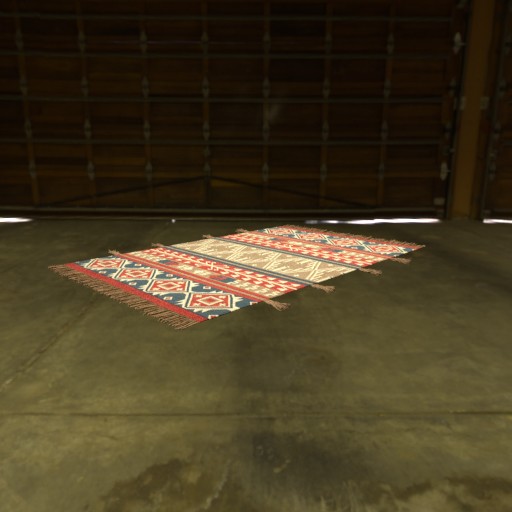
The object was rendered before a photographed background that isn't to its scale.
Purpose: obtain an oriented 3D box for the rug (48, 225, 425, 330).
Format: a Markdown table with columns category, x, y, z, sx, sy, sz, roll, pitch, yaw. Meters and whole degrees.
| category | x | y | z | sx | sy | sz | roll | pitch | yaw |
| --- | --- | --- | --- | --- | --- | --- | --- | --- | --- |
| rug | 0.000 | 0.000 | 3.253 | 1.778 | 0.048 | 2.450 | 13 | 18 | 43 |
